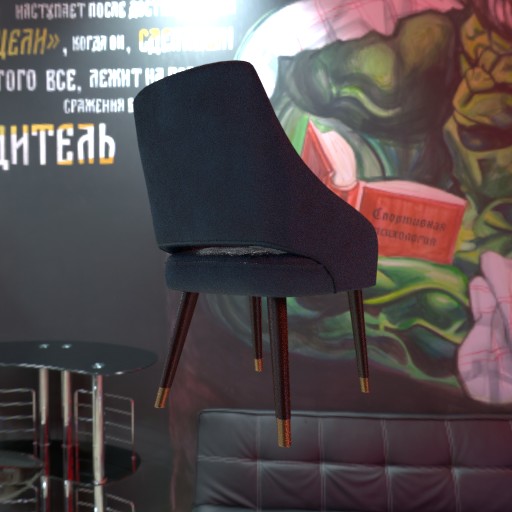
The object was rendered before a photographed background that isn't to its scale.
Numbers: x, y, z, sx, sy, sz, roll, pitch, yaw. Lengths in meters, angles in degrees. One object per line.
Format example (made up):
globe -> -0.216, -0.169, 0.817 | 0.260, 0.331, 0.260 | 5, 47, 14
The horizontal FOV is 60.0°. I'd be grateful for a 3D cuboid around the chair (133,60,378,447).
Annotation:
chair -> 0.000, 0.000, 1.609 | 0.683, 1.081, 0.794 | 0, 1, 36
